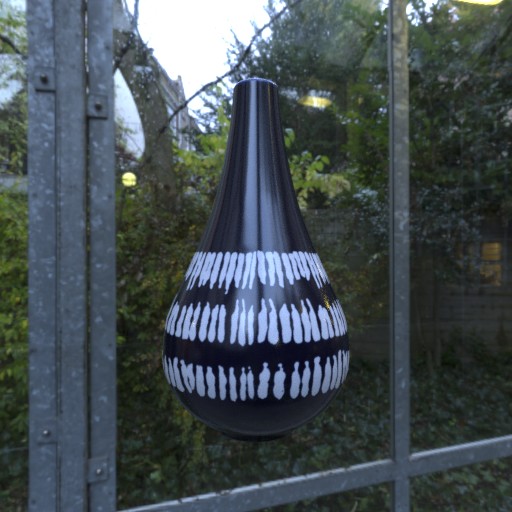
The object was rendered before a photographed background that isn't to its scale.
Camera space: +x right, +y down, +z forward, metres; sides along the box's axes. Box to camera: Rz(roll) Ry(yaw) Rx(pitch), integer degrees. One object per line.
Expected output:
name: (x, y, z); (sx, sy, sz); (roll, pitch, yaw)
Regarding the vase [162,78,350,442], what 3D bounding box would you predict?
vase: (0.000, 0.000, 0.384); (0.159, 0.295, 0.159); (0, -1, 0)
